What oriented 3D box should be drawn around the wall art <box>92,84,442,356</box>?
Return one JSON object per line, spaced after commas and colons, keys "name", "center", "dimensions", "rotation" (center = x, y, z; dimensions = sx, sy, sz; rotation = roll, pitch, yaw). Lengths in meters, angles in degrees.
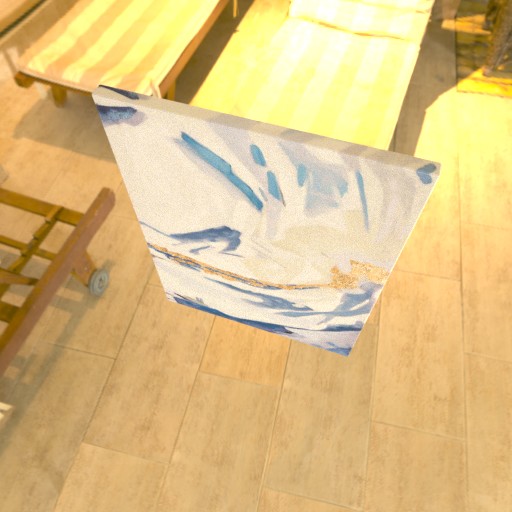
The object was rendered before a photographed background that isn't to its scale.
{"name": "wall art", "center": [0.000, 0.000, 1.355], "dimensions": [0.761, 1.015, 0.038], "rotation": [16, 59, 10]}
